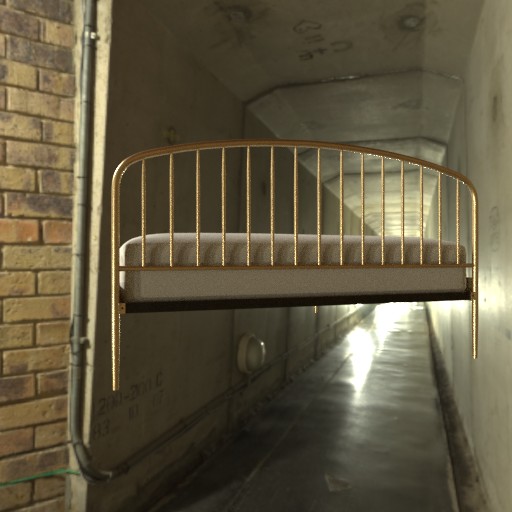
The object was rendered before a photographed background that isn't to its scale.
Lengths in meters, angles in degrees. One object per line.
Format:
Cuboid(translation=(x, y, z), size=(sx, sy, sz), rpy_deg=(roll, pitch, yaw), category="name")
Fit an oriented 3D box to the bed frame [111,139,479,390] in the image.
Cuboid(translation=(0.000, 0.000, 3.267), size=(2.016, 1.174, 2.152), rpy_deg=(0, 0, -18), category="bed frame")
